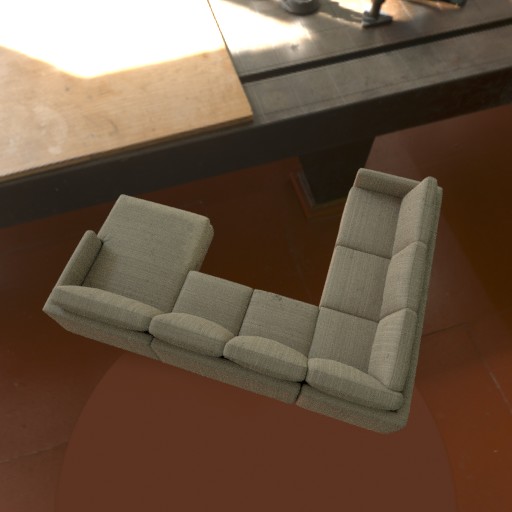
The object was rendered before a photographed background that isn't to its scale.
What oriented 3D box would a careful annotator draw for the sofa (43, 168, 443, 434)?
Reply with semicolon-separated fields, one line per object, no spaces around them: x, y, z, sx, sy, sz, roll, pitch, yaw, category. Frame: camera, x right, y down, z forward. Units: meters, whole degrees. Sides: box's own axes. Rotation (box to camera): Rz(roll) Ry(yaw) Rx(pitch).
0.000;0.000;4.692;3.460;0.961;2.594;16;64;8;sofa
